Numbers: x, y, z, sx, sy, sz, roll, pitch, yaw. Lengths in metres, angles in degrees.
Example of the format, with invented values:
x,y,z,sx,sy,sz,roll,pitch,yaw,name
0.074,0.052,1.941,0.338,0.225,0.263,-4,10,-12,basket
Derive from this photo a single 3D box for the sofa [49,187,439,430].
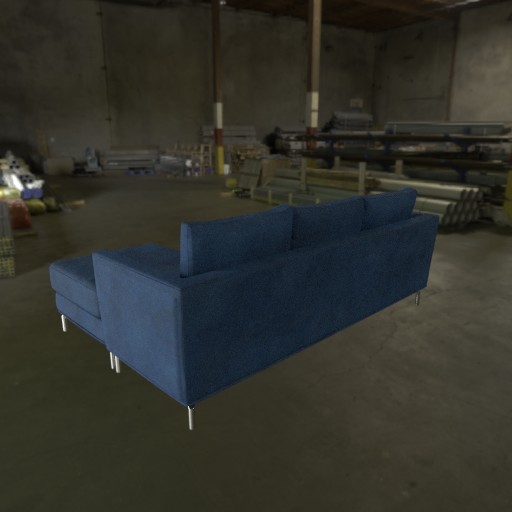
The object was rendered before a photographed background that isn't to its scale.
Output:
x,y,z,sx,sy,sz,roll,pitch,yaw,name
0.000,0.000,3.261,2.438,0.987,1.622,-15,21,-42,sofa
